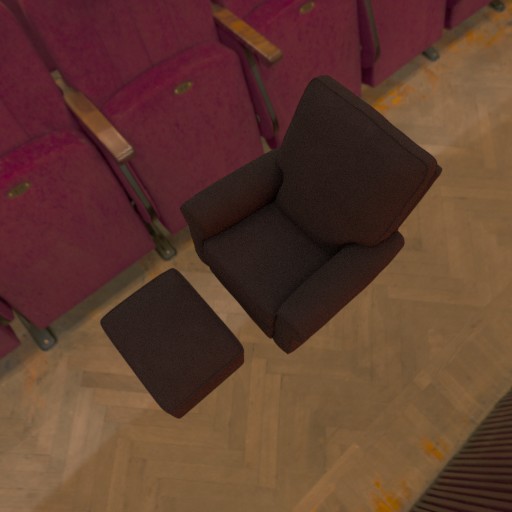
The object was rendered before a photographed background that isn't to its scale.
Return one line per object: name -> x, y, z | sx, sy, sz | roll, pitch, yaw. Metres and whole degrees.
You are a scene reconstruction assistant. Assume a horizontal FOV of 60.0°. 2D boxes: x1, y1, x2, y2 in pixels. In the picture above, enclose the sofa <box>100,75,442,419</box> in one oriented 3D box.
sofa -> 0.000, 0.000, 2.048 | 1.478, 0.959, 0.880 | -38, 70, -16
